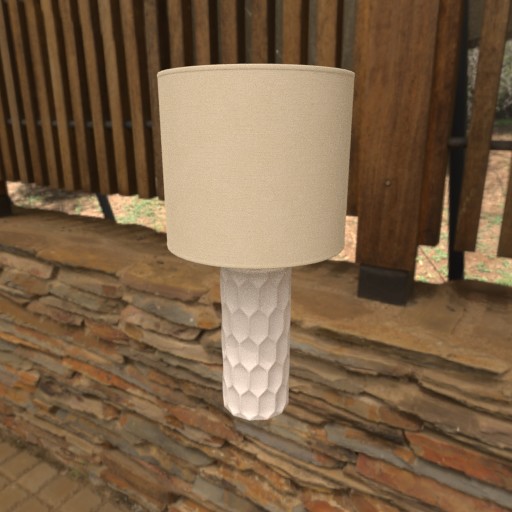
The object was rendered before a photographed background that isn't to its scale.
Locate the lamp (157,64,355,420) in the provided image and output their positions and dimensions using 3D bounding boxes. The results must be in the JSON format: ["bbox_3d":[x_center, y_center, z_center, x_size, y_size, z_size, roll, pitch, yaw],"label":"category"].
[{"bbox_3d":[0.000,0.000,0.710,0.277,0.537,0.277,8,19,25],"label":"lamp"}]
